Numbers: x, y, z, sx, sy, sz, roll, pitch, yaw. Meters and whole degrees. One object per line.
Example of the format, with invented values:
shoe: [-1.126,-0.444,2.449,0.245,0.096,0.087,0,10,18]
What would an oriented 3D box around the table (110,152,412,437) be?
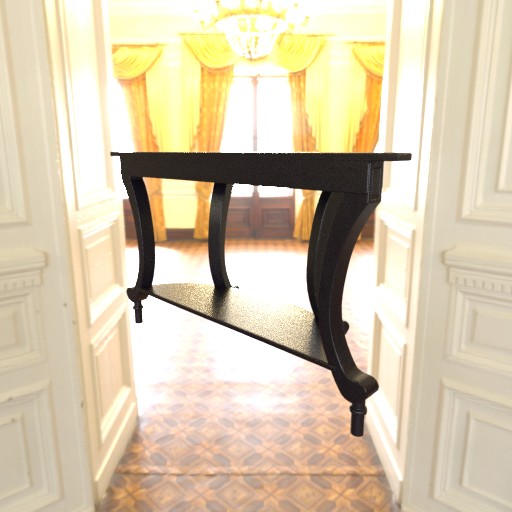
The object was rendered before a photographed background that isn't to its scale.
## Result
table: [0.000,0.000,1.515,1.198,0.692,0.394,13,19,43]
